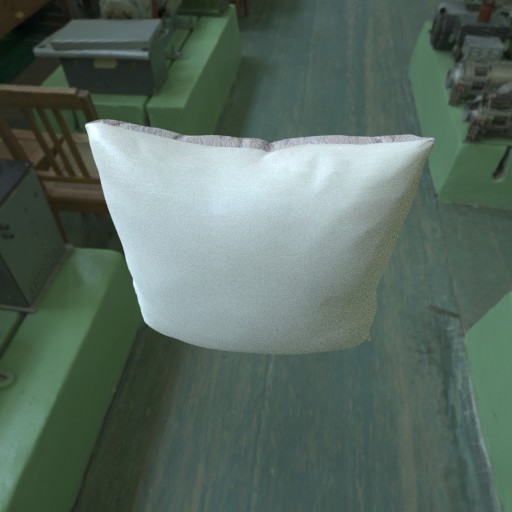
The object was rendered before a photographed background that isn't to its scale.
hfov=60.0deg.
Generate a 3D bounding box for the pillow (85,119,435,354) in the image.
[{"bbox_3d":[0.000,0.000,0.711,0.450,0.448,0.245,5,48,4],"label":"pillow"}]
